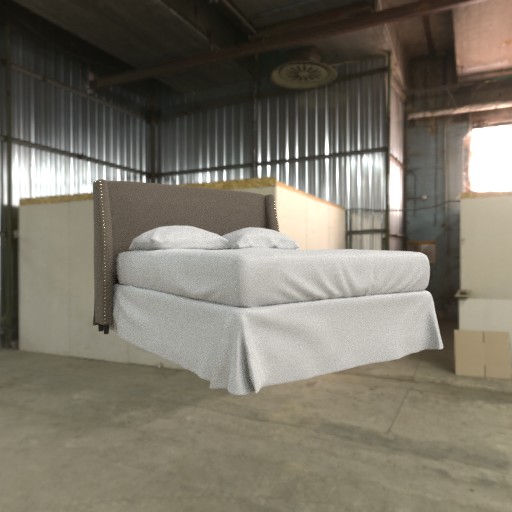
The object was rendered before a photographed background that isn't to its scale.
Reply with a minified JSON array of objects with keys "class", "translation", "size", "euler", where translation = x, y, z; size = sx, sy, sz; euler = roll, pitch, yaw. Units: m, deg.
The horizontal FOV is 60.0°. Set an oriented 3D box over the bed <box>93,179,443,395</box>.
[{"class":"bed","translation":[0.000,0.000,3.510],"size":[1.925,1.332,2.276],"euler":[-1,1,-35]}]
